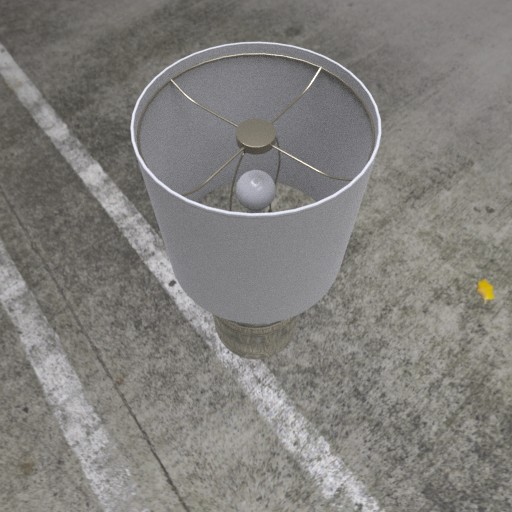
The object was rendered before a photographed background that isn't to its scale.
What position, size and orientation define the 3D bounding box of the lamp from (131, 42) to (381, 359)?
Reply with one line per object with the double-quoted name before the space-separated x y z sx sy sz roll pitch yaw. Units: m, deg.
"lamp" 0.000 0.000 0.570 0.211 0.455 0.211 -34 64 -19
